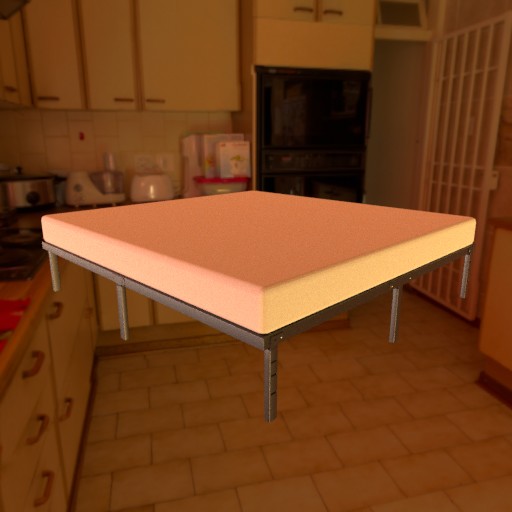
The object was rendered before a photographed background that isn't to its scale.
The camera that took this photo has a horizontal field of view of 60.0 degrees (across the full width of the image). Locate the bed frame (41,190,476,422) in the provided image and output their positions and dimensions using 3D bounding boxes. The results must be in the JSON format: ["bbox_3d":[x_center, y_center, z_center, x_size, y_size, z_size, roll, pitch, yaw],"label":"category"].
[{"bbox_3d":[0.000,0.000,3.741,2.526,0.680,2.635,-15,21,-43],"label":"bed frame"}]
